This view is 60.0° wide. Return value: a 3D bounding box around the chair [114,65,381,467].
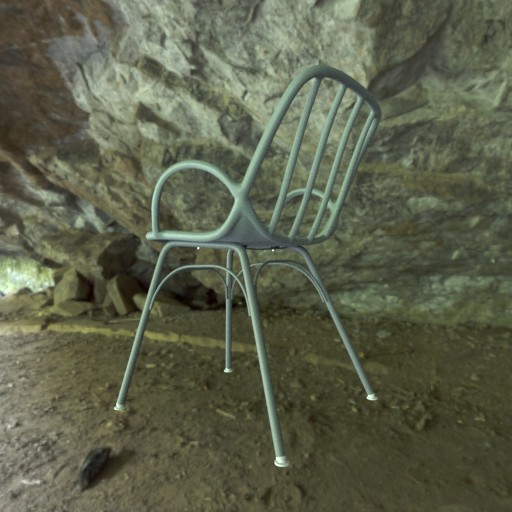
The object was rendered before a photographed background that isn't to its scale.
[{"bbox_3d":[0.000,0.000,1.206,0.597,0.816,0.549,0,0,36],"label":"chair"}]
